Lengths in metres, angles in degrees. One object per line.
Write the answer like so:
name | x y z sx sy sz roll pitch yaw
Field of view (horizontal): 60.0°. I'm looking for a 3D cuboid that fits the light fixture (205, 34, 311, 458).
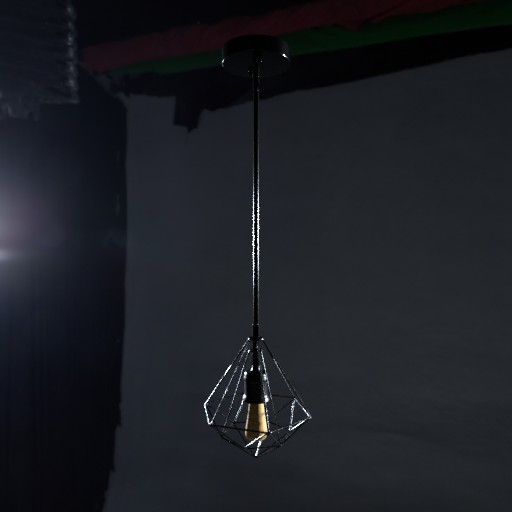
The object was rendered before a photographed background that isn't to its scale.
light fixture | 0.000 0.000 1.922 0.487 1.764 0.431 0 1 19
